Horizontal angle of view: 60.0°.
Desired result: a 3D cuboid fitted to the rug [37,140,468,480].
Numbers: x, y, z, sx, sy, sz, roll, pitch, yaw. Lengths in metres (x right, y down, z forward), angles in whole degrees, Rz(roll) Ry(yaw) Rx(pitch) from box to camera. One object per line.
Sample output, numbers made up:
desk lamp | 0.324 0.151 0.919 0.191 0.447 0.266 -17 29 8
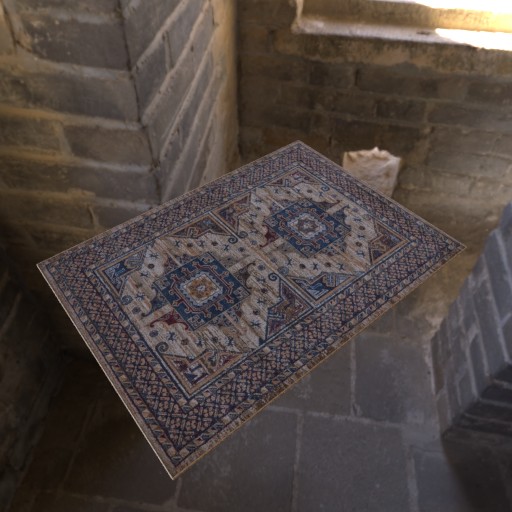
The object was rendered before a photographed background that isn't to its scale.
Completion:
rug | 0.000 0.000 2.822 2.227 0.008 1.611 -31 54 -25
